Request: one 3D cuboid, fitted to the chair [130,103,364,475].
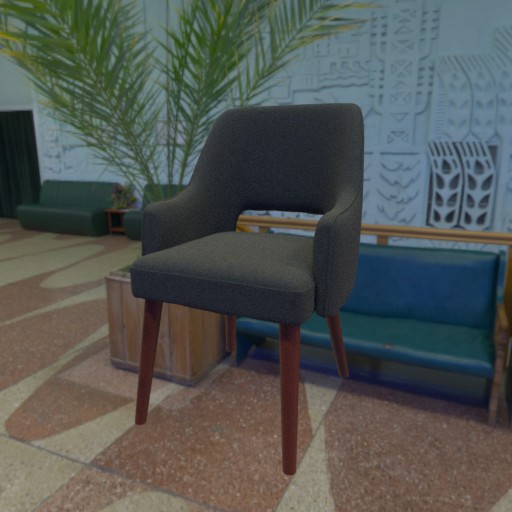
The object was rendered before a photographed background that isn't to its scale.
[{"bbox_3d":[0.000,0.000,1.223,0.559,0.838,0.560,6,15,25],"label":"chair"}]
